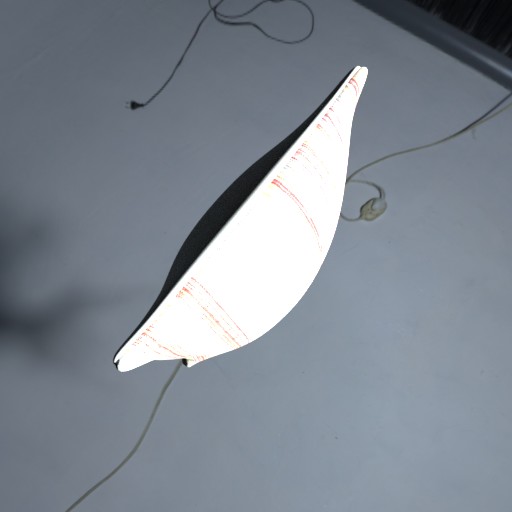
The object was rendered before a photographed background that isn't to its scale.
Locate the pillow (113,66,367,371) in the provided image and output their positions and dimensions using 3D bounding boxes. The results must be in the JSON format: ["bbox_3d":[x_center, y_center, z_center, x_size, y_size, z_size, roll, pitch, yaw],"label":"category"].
[{"bbox_3d":[0.000,0.000,0.702,0.191,0.449,0.451,37,78,9],"label":"pillow"}]
